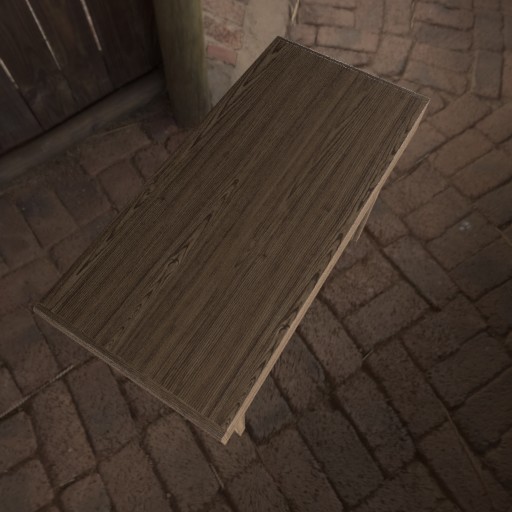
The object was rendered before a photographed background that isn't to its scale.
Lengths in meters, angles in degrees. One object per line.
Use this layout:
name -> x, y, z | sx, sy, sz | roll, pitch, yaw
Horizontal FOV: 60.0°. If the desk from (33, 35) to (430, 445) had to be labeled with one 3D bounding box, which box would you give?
desk -> 0.000, 0.000, 1.457 | 0.508, 0.755, 1.067 | 29, 67, 14
